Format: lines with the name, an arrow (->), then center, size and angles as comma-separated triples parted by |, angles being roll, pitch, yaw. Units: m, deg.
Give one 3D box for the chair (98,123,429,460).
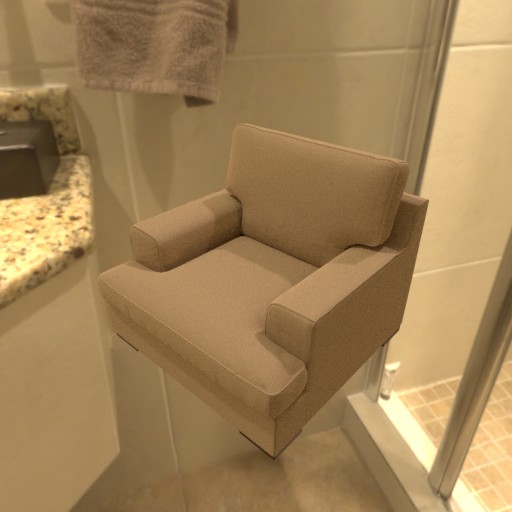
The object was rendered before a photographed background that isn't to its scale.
chair -> 0.000, 0.000, 2.184 | 1.293, 1.005, 1.274 | 20, 36, 29
